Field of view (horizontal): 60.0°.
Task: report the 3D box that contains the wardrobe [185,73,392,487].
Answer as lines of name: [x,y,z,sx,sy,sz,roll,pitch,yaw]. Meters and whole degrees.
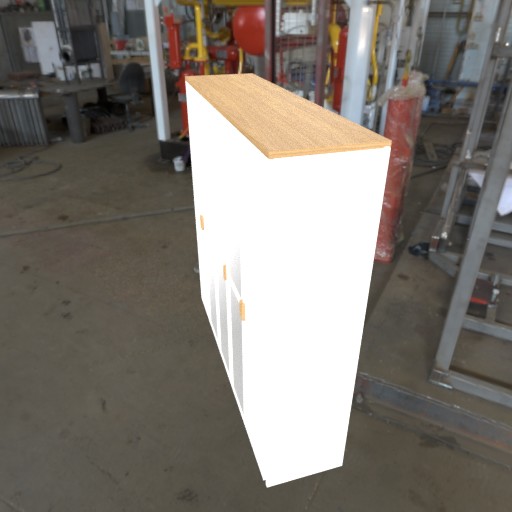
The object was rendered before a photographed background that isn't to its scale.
wardrobe: [0.000,0.000,3.328,0.590,2.260,2.160,-9,31,-15]
